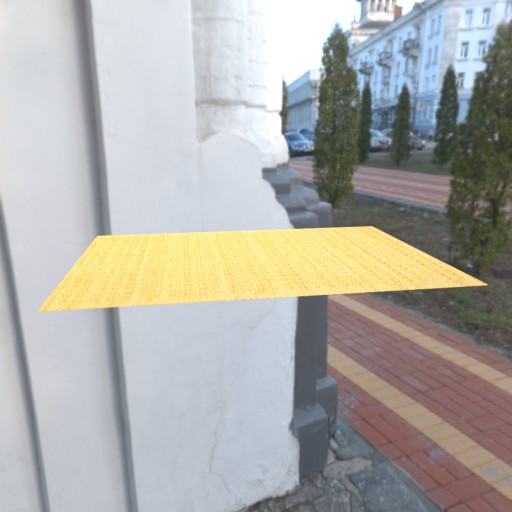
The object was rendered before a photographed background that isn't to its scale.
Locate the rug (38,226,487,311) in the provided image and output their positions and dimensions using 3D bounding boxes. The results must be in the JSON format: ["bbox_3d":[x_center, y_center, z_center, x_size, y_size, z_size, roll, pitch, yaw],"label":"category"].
[{"bbox_3d":[0.000,0.000,2.945,2.286,0.006,1.524,-3,16,-9],"label":"rug"}]
